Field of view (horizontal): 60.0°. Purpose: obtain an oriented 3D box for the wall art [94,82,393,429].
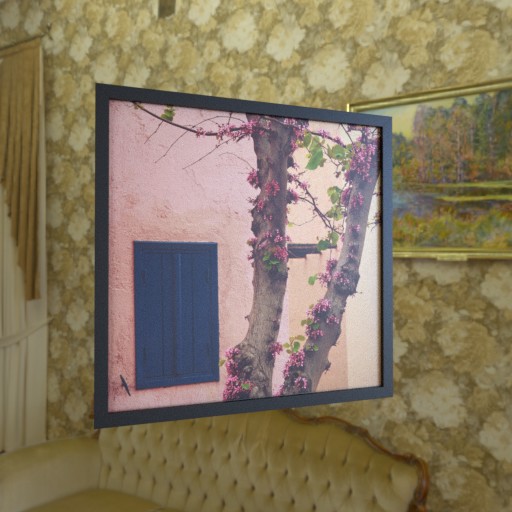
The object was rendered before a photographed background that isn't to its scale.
[{"bbox_3d":[0.000,0.000,0.744,0.508,0.508,0.038,0,-1,-18],"label":"wall art"}]
